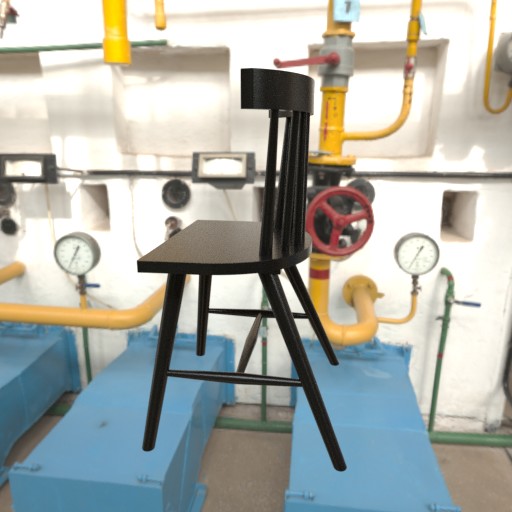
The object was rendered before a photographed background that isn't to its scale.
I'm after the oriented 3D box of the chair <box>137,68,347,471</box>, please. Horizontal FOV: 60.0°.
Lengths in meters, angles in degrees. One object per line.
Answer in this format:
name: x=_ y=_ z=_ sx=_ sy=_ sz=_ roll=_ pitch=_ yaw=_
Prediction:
chair: x=0.000 y=0.000 z=1.150 sx=0.483 sy=0.844 sz=0.506 roll=2 pitch=15 yaw=8
